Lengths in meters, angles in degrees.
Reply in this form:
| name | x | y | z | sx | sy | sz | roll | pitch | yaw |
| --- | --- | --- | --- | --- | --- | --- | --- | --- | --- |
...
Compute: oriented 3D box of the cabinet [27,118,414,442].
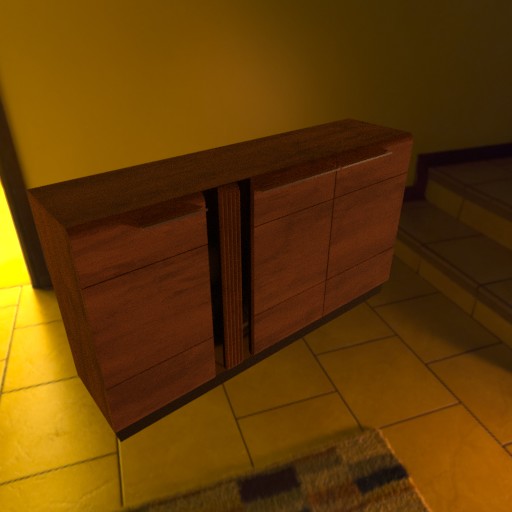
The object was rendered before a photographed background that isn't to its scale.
| name | x | y | z | sx | sy | sz | roll | pitch | yaw |
| --- | --- | --- | --- | --- | --- | --- | --- | --- | --- |
| cabinet | 0.000 | 0.000 | 1.976 | 1.600 | 0.900 | 0.420 | -22 | 37 | -33 |
